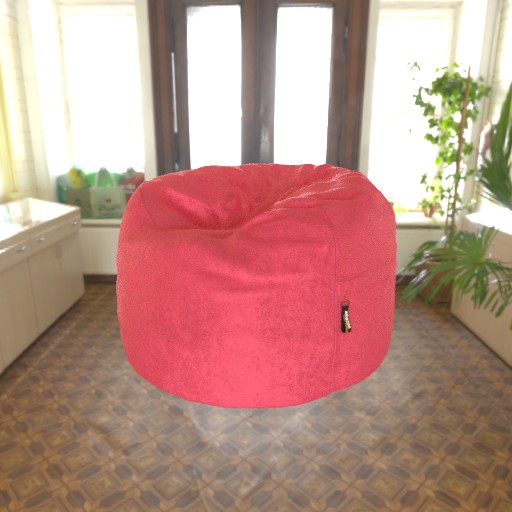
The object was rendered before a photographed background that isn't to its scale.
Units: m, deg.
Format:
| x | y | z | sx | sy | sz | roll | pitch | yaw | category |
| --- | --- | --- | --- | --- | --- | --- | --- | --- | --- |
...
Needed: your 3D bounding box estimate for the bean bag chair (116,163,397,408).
| x | y | z | sx | sy | sz | roll | pitch | yaw | category |
| --- | --- | --- | --- | --- | --- | --- | --- | --- | --- |
| 0.000 | 0.000 | 1.979 | 1.218 | 0.788 | 1.218 | 0 | 15 | 0 | bean bag chair |
